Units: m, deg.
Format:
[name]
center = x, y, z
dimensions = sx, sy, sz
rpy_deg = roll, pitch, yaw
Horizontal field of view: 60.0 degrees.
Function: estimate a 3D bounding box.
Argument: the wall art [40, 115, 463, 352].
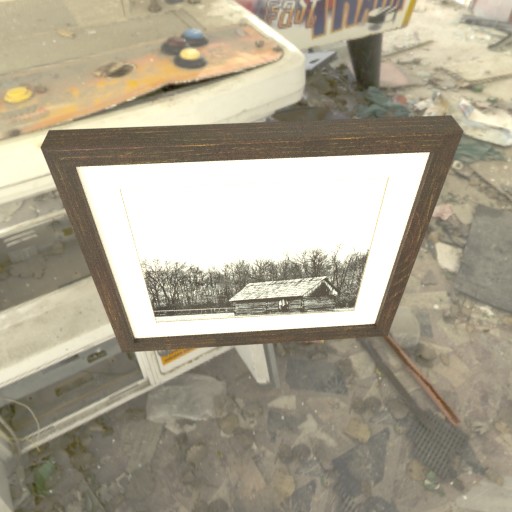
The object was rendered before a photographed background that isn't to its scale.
[wall art]
center = 0.000, 0.000, 0.526
dimensions = 0.381, 0.330, 0.031
rpy_deg = -3, 46, -3
